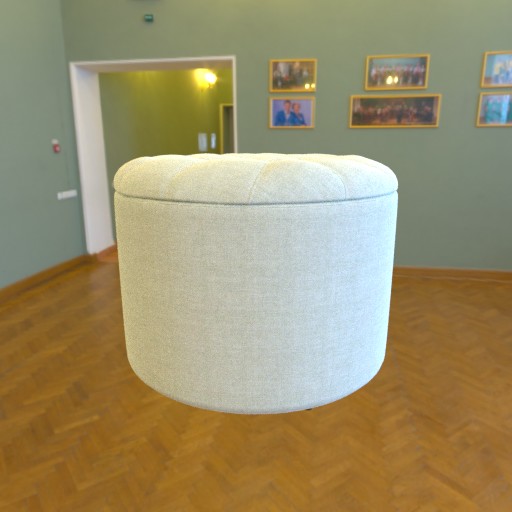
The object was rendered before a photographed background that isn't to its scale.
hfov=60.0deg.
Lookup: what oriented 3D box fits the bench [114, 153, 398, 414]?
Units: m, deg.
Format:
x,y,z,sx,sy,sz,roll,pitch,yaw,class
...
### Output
x,y,z,sx,sy,sz,roll,pitch,yaw,class
0.000,0.000,1.014,0.600,0.453,0.600,0,14,0,bench
